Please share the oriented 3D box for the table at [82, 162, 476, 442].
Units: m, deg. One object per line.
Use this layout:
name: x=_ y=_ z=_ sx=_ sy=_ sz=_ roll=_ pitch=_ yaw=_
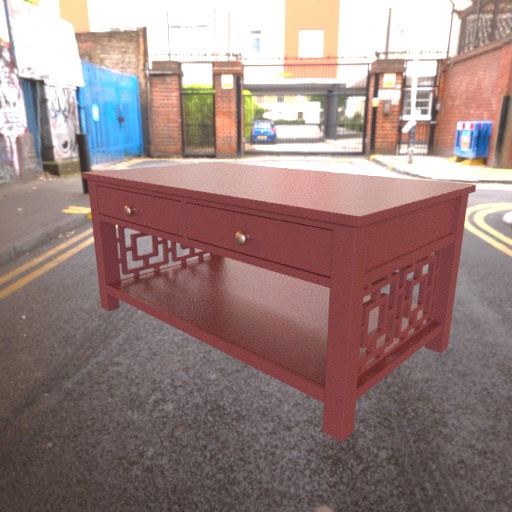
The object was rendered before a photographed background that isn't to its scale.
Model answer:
table: x=0.000 y=0.000 z=1.414 sx=1.068 sy=0.493 sz=0.612 roll=15 pitch=23 yaw=41
